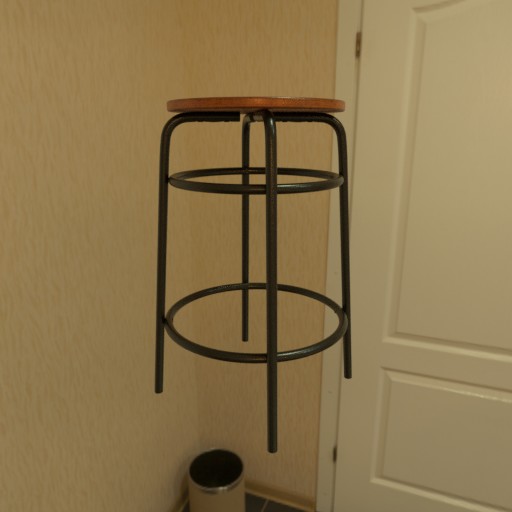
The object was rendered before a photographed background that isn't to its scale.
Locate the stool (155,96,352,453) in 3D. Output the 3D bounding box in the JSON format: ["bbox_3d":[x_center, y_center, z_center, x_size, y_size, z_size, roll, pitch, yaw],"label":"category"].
[{"bbox_3d":[0.000,0.000,0.930,0.455,0.610,0.455,-2,16,-8],"label":"stool"}]
